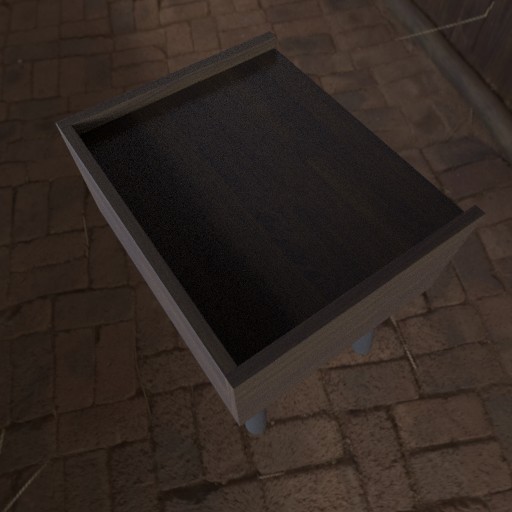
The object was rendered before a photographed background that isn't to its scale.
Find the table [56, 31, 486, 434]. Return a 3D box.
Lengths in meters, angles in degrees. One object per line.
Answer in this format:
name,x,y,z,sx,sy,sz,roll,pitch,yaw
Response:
table,0.000,0.000,0.783,0.370,0.470,0.450,-31,64,-17
